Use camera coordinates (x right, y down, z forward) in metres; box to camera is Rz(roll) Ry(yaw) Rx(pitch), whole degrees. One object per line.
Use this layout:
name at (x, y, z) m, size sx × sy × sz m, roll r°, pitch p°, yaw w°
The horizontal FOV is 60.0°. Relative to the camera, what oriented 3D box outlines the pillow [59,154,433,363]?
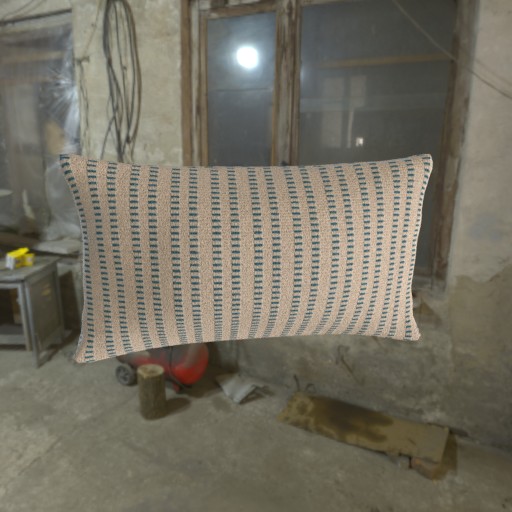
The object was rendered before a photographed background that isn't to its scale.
pillow at (0.000, 0.000, 0.786) m, size 0.640 × 0.353 × 0.210 m, roll -2°, pitch 14°, yaw -9°
